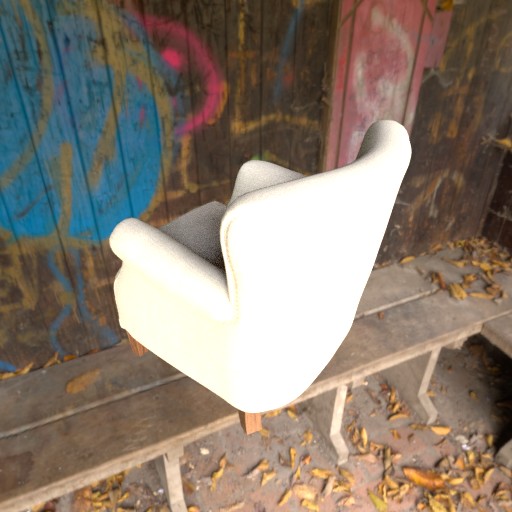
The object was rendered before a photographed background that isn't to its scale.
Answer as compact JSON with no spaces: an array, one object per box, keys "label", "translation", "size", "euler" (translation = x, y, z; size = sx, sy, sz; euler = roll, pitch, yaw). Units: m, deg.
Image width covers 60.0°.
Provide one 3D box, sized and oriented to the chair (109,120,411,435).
[{"label":"chair","translation":[0.000,0.000,1.629],"size":[0.921,0.936,0.861],"euler":[22,39,30]}]
